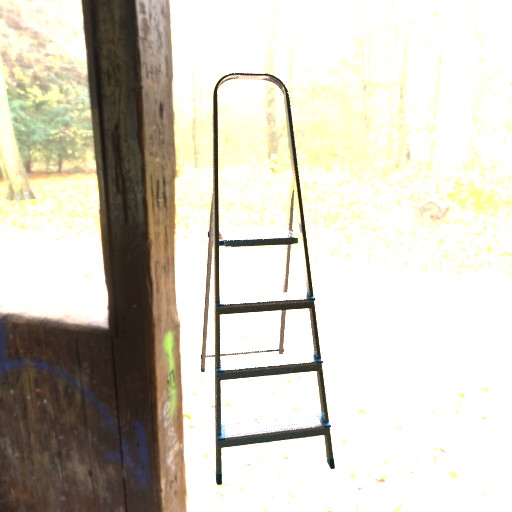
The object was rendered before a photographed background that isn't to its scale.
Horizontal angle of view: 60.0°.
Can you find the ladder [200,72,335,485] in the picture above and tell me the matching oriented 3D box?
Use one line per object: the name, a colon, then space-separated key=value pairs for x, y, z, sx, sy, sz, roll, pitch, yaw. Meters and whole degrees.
ladder: x=0.000 y=0.000 z=1.819 sx=0.445 sy=1.434 sz=0.842 roll=-3 pitch=15 yaw=-10
